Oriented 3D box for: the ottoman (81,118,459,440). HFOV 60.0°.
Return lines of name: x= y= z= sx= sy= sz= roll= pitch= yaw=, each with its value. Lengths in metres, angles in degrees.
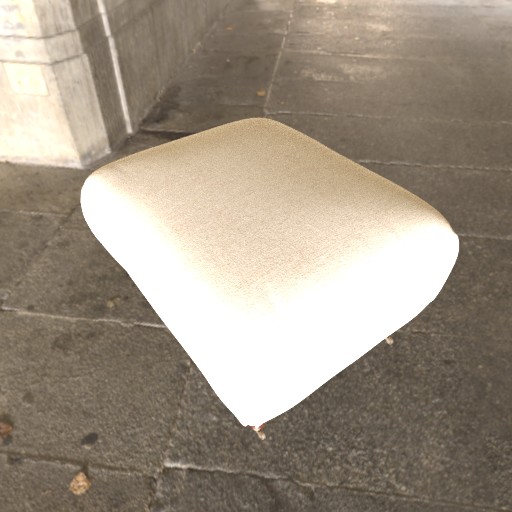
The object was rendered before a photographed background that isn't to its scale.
ottoman: x=0.000 y=0.000 z=1.120 sx=0.622 sy=0.450 sz=0.747 roll=-27 pitch=48 yaw=-27
